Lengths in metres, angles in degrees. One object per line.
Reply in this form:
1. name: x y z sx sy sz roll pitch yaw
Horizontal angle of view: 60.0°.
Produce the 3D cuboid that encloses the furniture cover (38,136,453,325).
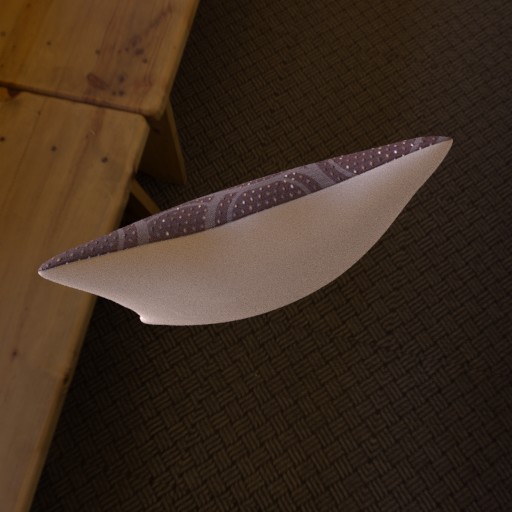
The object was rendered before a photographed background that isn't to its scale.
1. furniture cover: 0.000 0.000 0.795 0.552 0.509 0.193 -18 76 -5
